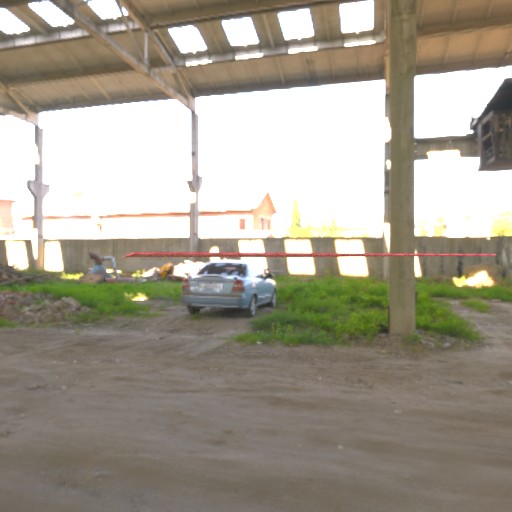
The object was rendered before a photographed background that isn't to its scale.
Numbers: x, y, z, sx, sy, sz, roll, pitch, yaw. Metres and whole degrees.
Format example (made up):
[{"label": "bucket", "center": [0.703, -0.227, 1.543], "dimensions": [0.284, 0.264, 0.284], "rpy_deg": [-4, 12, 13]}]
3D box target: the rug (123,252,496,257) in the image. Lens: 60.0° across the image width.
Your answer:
[{"label": "rug", "center": [0.000, 0.000, 4.234], "dimensions": [2.389, 0.011, 3.306], "rpy_deg": [0, 0, -18]}]
